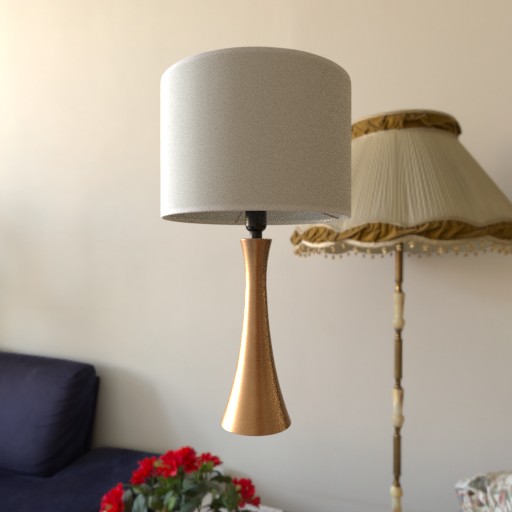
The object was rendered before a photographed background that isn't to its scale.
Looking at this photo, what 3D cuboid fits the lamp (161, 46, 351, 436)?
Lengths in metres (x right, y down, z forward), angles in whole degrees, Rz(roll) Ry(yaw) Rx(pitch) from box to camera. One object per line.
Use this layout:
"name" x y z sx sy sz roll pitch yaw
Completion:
"lamp" 0.000 0.000 0.638 0.268 0.479 0.268 0 0 -16
